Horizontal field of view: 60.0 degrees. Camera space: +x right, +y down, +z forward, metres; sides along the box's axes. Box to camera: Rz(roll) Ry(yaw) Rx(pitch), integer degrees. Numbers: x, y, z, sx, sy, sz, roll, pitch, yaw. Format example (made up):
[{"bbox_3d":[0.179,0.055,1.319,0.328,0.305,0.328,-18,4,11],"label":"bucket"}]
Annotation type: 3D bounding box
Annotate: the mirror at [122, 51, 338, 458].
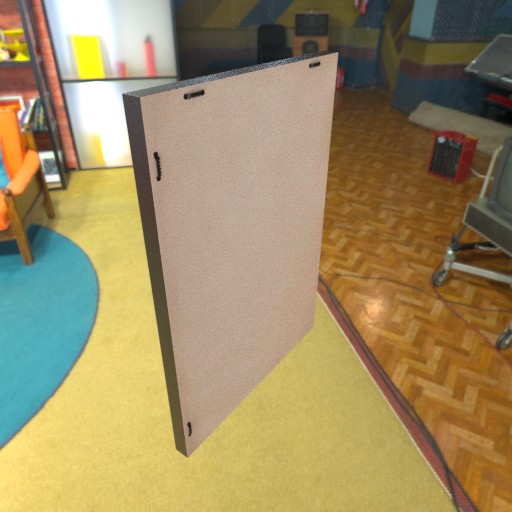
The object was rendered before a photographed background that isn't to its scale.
[{"bbox_3d":[0.000,0.000,0.900,0.039,0.710,0.507,21,38,31],"label":"mirror"}]
